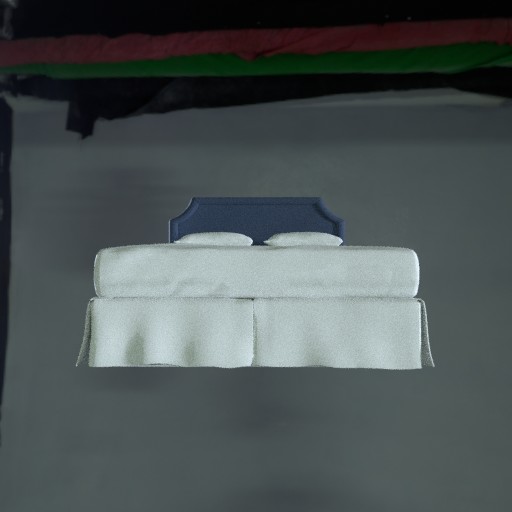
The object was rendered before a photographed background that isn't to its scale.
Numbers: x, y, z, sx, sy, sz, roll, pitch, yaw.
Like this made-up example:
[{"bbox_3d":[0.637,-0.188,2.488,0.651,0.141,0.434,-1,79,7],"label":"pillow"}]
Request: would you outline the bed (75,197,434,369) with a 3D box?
[{"bbox_3d":[0.000,0.000,4.232,2.350,1.488,2.773,0,0,0],"label":"bed"}]
